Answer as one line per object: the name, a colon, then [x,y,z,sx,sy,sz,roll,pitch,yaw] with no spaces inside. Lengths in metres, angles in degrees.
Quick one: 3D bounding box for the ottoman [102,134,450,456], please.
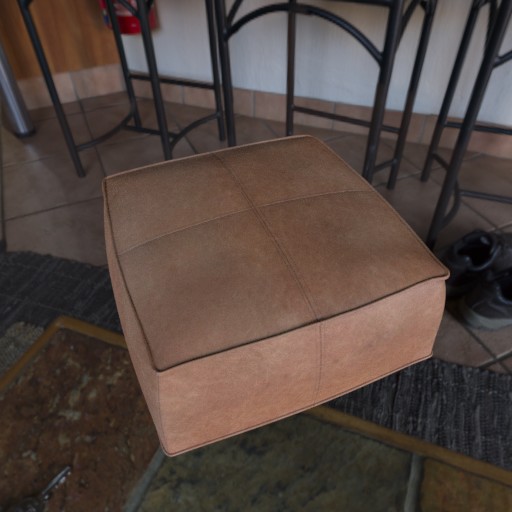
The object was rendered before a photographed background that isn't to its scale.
ottoman: [0.000,0.000,1.421,0.901,0.395,0.902,-16,46,-16]
